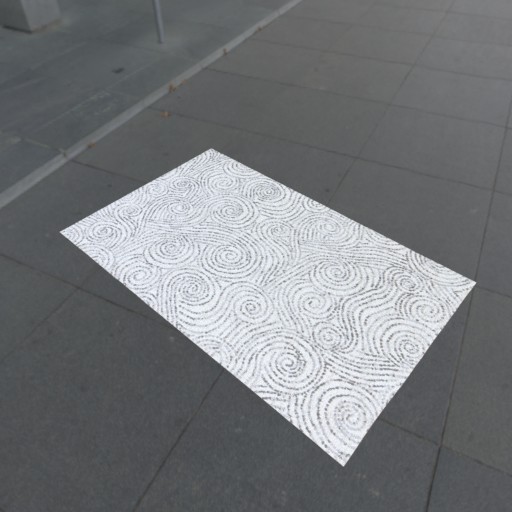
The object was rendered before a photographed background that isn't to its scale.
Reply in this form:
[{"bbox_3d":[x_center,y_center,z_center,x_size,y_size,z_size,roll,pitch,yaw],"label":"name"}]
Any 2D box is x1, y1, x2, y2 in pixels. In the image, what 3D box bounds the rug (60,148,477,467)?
[{"bbox_3d":[0.000,0.000,3.017,2.439,0.005,1.524,32,53,28],"label":"rug"}]
